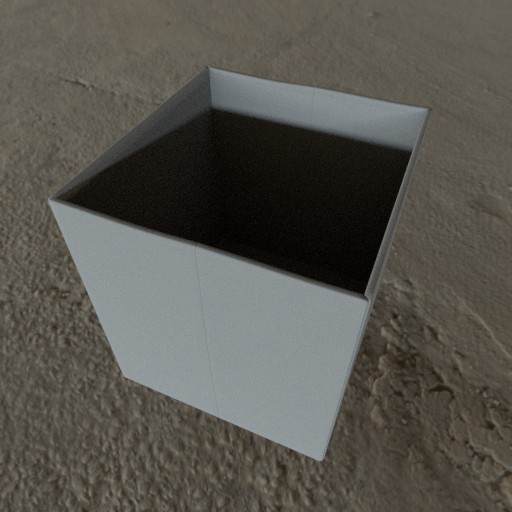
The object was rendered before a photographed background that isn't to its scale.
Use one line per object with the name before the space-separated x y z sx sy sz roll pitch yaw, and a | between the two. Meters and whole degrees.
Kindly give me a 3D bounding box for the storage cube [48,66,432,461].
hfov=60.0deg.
storage cube | 0.000 0.000 0.491 0.270 0.280 0.270 17 49 16
